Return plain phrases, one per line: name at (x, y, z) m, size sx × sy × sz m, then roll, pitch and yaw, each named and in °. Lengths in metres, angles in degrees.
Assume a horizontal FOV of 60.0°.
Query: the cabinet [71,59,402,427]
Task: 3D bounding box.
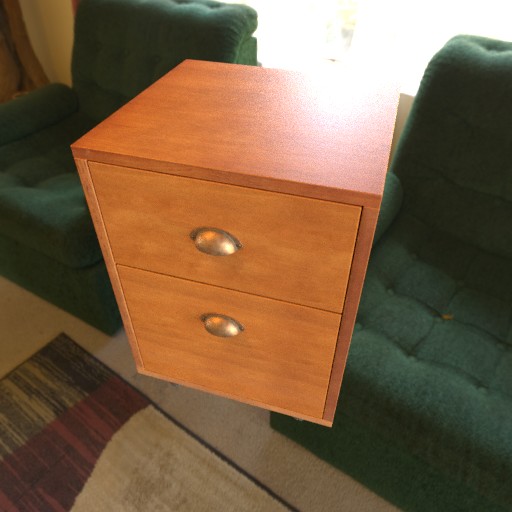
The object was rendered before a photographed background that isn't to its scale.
cabinet at (0.000, 0.000, 0.863) m, size 0.409 × 0.579 × 0.401 m, roll 11°, pitch 42°, yaw 13°
